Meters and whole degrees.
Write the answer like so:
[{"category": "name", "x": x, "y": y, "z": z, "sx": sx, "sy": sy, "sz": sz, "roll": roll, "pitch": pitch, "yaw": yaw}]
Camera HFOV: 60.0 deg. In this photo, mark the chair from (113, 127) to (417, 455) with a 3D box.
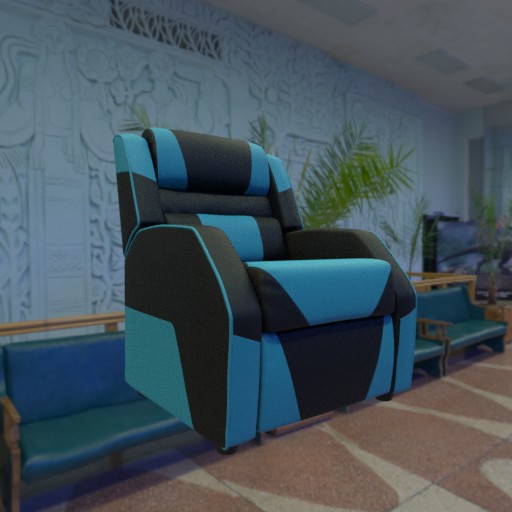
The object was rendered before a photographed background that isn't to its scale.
[{"category": "chair", "x": 0.000, "y": 0.000, "z": 1.284, "sx": 0.620, "sy": 0.805, "sz": 0.672, "roll": -1, "pitch": 2, "yaw": -36}]
